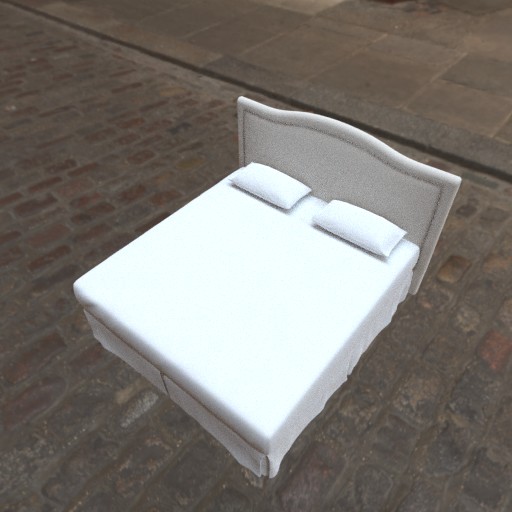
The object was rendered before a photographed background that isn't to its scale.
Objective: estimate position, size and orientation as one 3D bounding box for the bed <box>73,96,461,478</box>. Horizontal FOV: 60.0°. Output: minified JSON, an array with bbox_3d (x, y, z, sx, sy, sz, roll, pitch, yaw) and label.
[{"bbox_3d":[0.000,0.000,3.471,2.083,1.421,2.182,30,52,26],"label":"bed"}]
